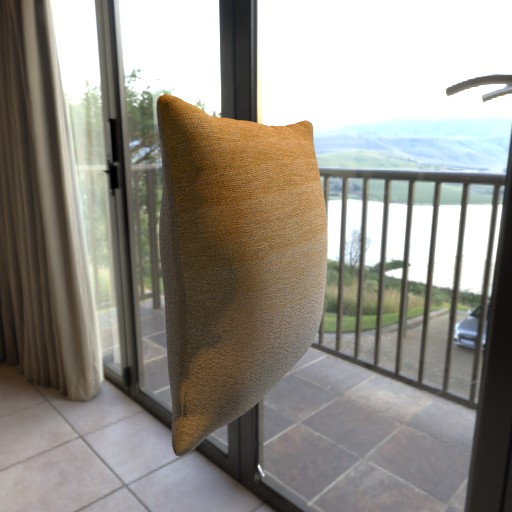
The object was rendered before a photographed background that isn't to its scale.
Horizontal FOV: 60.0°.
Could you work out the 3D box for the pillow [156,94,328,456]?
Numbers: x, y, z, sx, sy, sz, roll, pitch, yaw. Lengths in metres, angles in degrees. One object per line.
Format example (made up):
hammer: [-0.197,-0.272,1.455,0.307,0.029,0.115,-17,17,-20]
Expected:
pillow: [0.000,0.000,0.720,0.211,0.450,0.450,7,15,27]
